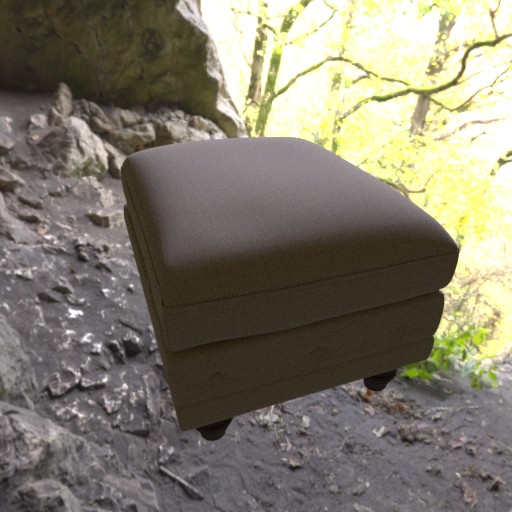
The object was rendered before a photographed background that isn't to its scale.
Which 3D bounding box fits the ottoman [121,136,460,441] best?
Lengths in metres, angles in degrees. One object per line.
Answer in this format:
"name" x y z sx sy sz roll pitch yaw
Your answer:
"ottoman" 0.000 0.000 1.037 0.541 0.463 0.684 -10 32 -17
